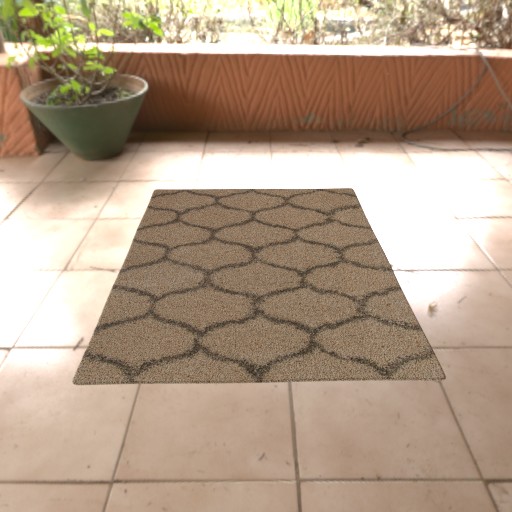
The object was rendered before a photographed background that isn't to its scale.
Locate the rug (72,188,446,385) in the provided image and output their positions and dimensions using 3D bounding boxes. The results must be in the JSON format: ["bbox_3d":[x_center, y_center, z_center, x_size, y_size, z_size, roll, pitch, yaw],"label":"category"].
[{"bbox_3d":[0.000,0.000,4.080,2.399,0.026,3.000,-1,32,-1],"label":"rug"}]
